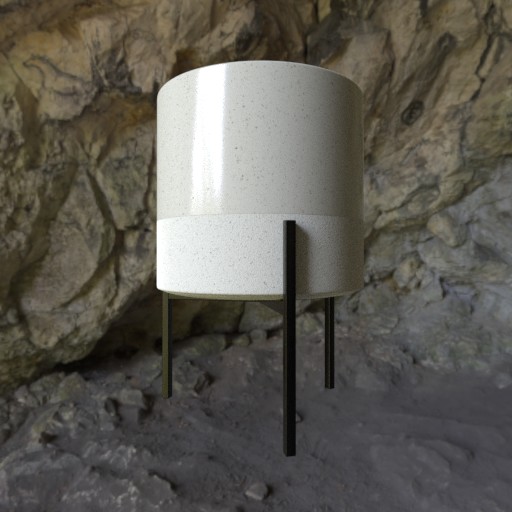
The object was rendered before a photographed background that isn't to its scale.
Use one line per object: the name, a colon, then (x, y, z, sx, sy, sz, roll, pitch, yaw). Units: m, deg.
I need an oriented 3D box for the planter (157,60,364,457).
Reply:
planter: (0.000, 0.000, 0.336, 0.159, 0.230, 0.152, 0, 0, 19)
